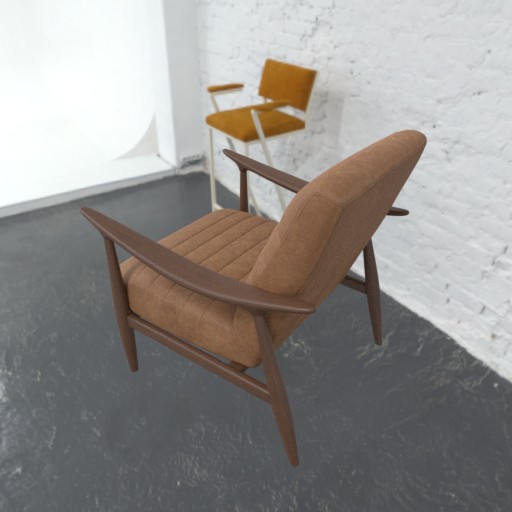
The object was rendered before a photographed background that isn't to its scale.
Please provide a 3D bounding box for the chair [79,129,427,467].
[{"bbox_3d":[0.000,0.000,1.436,0.798,0.832,0.741,21,37,30],"label":"chair"}]
